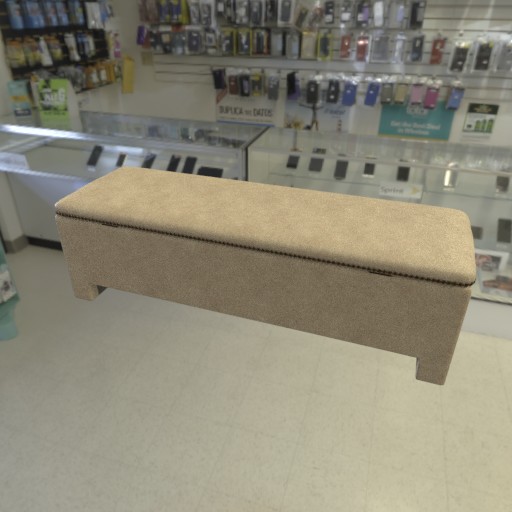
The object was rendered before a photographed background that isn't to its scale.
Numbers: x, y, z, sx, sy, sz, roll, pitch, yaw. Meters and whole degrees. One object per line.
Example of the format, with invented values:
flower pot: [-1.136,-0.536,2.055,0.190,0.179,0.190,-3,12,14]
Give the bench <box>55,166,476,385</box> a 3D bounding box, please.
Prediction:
bench: [0.000,0.000,1.729,1.482,0.447,0.470,10,32,17]
